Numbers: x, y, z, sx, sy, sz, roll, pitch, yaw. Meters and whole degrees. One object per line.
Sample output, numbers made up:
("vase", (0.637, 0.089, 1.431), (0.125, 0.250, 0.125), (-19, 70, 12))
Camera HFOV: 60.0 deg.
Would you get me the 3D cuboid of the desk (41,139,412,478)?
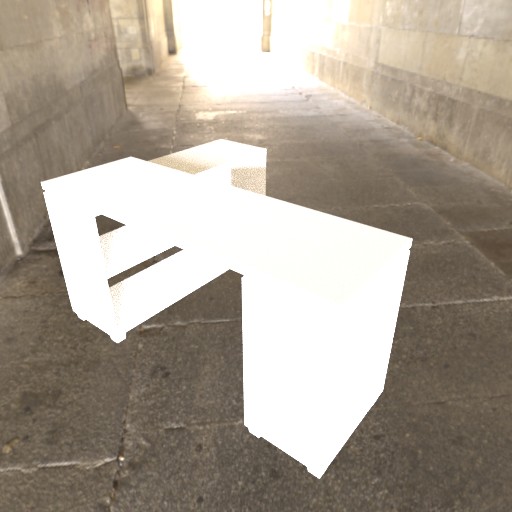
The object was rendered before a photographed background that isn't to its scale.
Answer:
("desk", (0.000, 0.000, 2.181), (1.524, 0.759, 1.199), (21, 36, 33))
